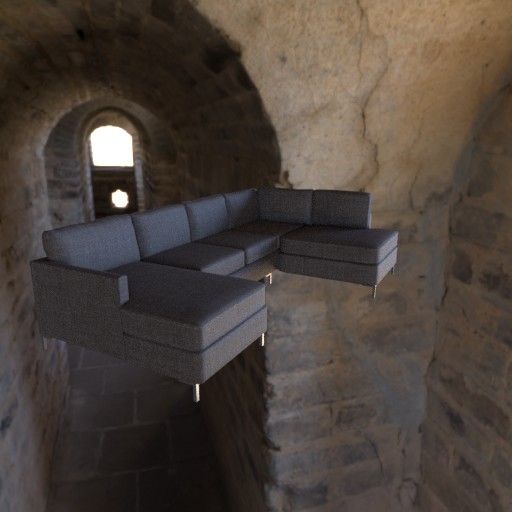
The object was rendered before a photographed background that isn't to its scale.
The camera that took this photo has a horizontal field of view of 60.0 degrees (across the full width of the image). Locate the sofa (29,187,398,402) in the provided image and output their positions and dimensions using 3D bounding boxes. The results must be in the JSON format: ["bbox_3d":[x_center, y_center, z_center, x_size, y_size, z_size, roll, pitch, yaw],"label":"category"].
[{"bbox_3d":[0.000,0.000,4.320,2.048,0.999,3.423,8,17,27],"label":"sofa"}]
